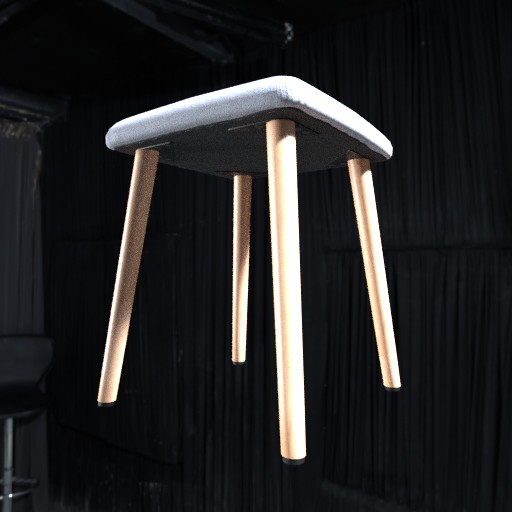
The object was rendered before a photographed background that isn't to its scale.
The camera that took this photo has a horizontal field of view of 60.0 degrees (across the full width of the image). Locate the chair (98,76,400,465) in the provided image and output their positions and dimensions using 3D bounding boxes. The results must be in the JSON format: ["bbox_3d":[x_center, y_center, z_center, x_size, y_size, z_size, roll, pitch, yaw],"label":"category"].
[{"bbox_3d":[0.000,0.000,0.695,0.350,0.440,0.350,0,-1,35],"label":"chair"}]
